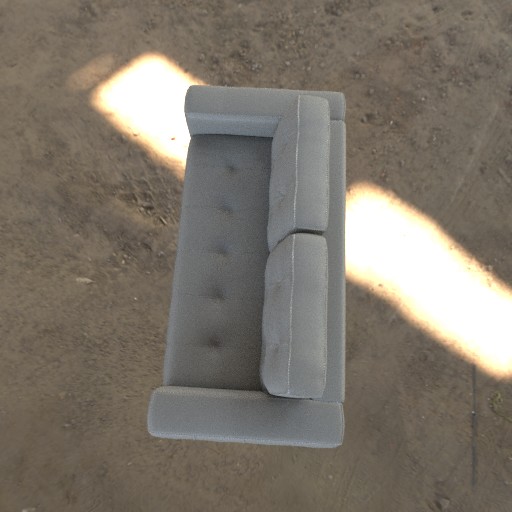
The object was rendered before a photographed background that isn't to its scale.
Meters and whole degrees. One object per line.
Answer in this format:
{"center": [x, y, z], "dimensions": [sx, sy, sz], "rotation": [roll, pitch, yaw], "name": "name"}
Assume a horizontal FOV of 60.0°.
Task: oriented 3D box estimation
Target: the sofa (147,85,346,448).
{"center": [0.000, 0.000, 2.231], "dimensions": [0.833, 0.892, 1.726], "rotation": [3, 74, 1], "name": "sofa"}
